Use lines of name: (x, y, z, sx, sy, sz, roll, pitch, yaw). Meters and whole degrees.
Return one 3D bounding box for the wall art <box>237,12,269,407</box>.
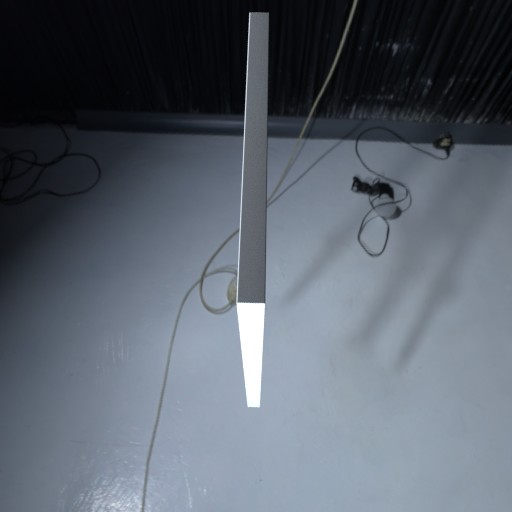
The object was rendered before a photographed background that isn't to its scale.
wall art: (0.000, 0.000, 1.143, 0.039, 0.915, 0.612, 1, 63, 1)
